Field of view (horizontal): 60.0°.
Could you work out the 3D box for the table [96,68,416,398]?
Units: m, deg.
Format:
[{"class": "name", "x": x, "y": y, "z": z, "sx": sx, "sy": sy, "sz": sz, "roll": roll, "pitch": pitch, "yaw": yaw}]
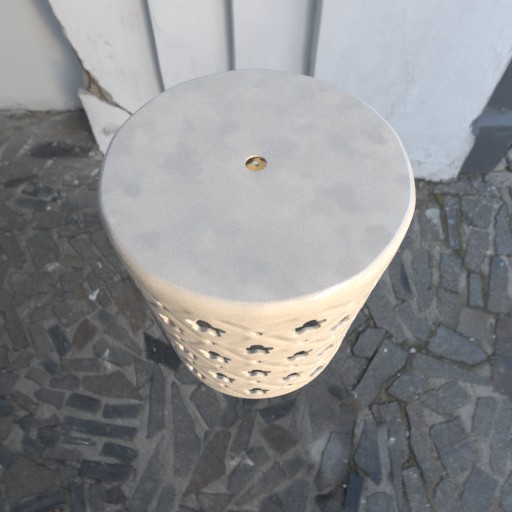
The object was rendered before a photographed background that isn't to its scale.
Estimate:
[{"class": "table", "x": 0.000, "y": 0.000, "z": 0.649, "sx": 0.352, "sy": 0.387, "sz": 0.352, "roll": 0, "pitch": 58, "yaw": 0}]
